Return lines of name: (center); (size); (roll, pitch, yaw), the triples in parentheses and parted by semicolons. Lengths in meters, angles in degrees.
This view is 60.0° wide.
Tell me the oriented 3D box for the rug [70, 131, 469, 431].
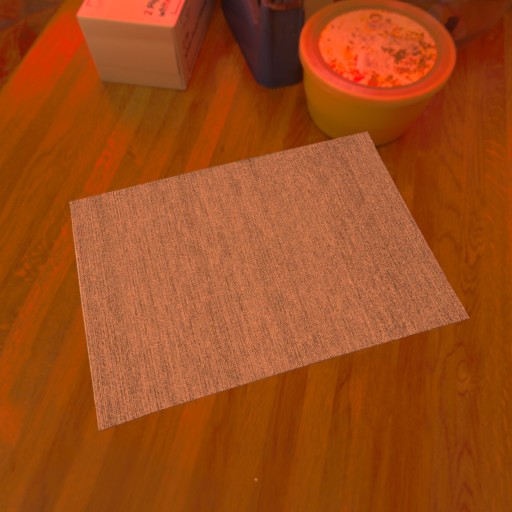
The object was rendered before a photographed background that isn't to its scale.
rug: (0.000, 0.000, 2.996); (2.338, 0.030, 1.616); (-15, 64, -7)
